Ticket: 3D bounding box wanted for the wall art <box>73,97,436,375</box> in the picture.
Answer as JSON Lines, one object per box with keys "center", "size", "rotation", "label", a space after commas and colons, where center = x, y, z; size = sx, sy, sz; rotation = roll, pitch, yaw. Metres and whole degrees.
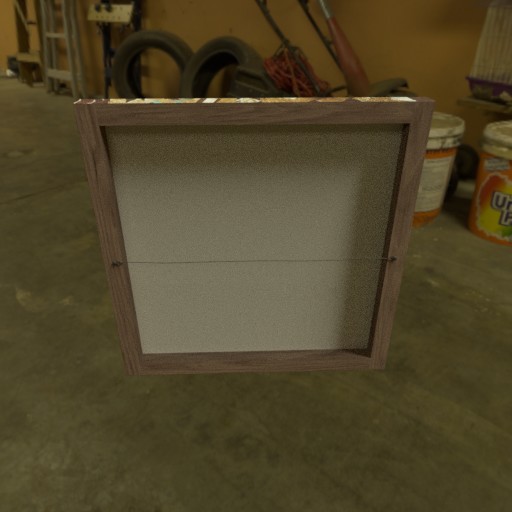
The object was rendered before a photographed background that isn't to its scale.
{"center": [0.000, 0.000, 0.910], "size": [0.609, 0.613, 0.041], "rotation": [-1, 30, -2], "label": "wall art"}
